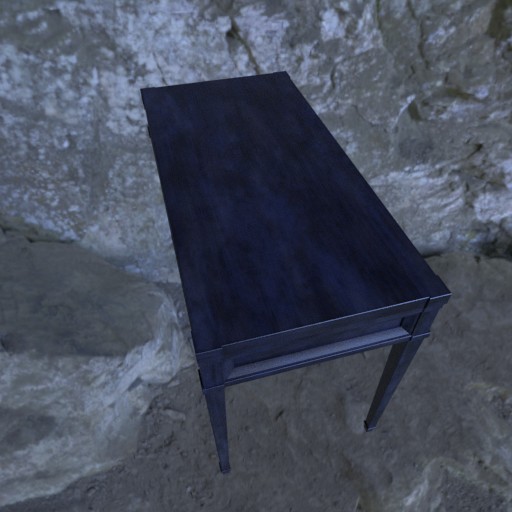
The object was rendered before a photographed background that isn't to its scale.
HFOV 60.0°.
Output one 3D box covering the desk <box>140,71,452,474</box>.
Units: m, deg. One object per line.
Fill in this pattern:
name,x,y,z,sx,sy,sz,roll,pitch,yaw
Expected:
desk,0.000,0.000,1.755,0.630,0.861,1.289,-11,47,-11
